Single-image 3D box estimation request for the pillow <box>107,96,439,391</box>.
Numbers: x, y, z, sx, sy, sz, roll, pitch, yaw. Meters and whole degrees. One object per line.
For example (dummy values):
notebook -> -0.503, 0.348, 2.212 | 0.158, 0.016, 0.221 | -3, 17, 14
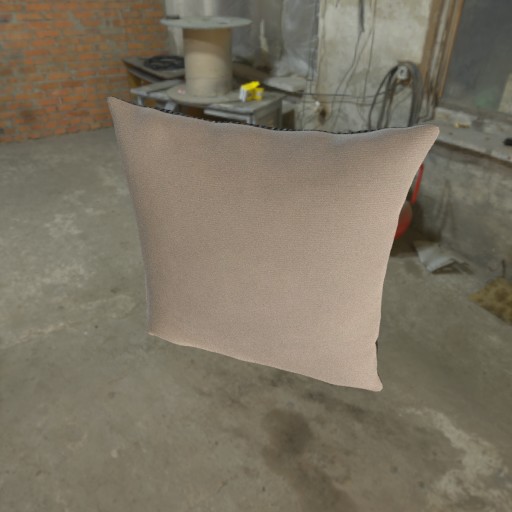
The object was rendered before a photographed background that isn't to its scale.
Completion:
pillow -> 0.000, 0.000, 0.665 | 0.433, 0.434, 0.196 | 10, 34, 16
